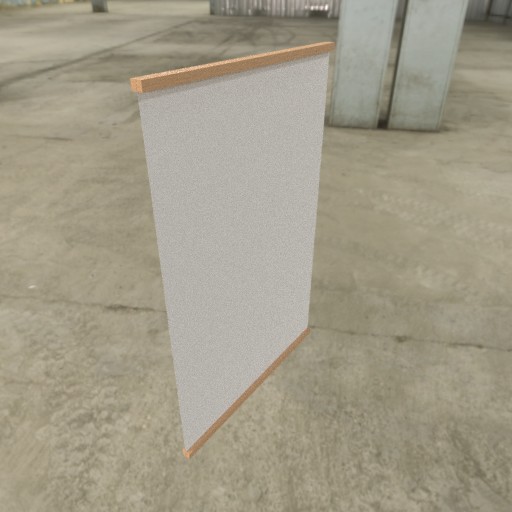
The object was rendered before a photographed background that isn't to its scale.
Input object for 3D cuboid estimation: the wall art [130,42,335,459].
[{"bbox_3d":[0.000,0.000,0.738,0.016,0.611,0.401,21,38,31],"label":"wall art"}]
